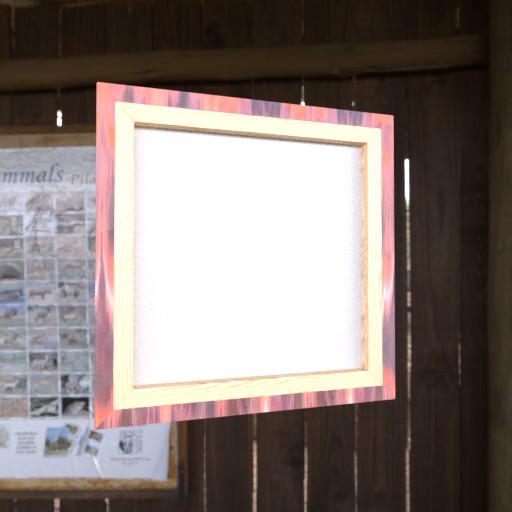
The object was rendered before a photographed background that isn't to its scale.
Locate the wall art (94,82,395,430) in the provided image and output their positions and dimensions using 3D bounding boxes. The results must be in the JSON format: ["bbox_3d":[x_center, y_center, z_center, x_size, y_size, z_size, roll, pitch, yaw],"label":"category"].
[{"bbox_3d":[0.000,0.000,0.593,0.403,0.406,0.038,0,-1,-17],"label":"wall art"}]
